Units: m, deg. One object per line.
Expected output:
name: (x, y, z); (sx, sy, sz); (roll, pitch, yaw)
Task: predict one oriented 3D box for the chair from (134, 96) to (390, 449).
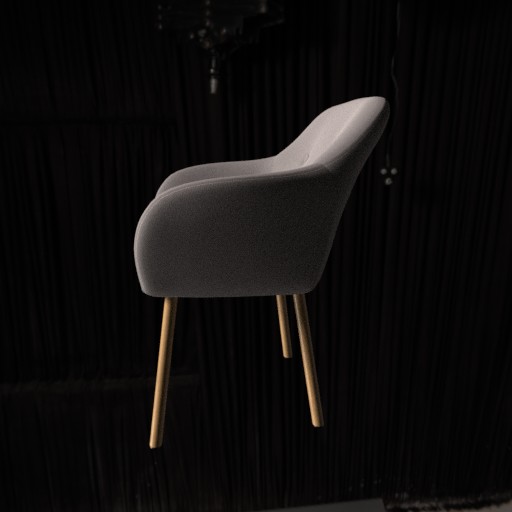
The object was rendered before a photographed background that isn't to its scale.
chair: (0.000, 0.000, 1.229); (0.590, 0.830, 0.570); (-2, 15, -8)
